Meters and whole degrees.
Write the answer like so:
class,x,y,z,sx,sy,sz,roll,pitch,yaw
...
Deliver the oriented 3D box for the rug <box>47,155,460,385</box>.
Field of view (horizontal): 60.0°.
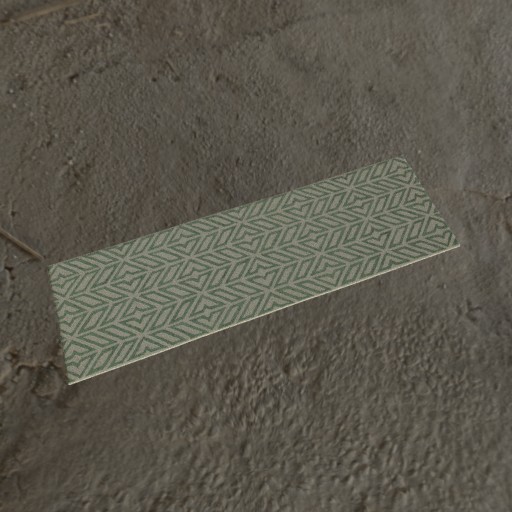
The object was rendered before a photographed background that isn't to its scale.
class,x,y,z,sx,sy,sz,roll,pitch,yaw
rug,0.000,0.000,2.726,2.435,0.009,0.750,-18,66,-9
